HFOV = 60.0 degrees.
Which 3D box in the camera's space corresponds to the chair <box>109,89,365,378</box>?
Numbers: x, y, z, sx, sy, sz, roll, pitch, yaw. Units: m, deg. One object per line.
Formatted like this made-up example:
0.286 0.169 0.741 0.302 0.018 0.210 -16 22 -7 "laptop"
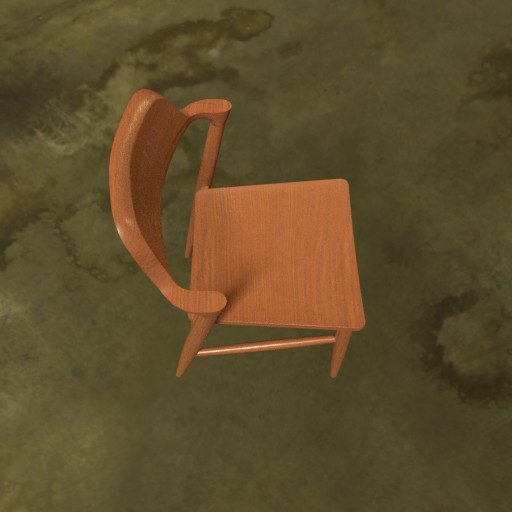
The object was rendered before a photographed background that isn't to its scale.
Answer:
0.000 0.000 1.114 0.499 0.801 0.496 0 63 0 "chair"
